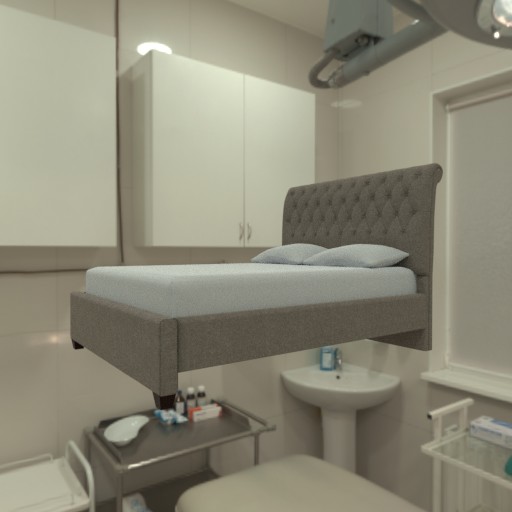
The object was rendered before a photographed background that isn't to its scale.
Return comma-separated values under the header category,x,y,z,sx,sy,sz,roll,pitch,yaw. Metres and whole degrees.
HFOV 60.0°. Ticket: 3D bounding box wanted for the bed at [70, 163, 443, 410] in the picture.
category,x,y,z,sx,sy,sz,roll,pitch,yaw
bed,0.000,0.000,3.303,2.252,1.371,1.645,-1,1,-36
